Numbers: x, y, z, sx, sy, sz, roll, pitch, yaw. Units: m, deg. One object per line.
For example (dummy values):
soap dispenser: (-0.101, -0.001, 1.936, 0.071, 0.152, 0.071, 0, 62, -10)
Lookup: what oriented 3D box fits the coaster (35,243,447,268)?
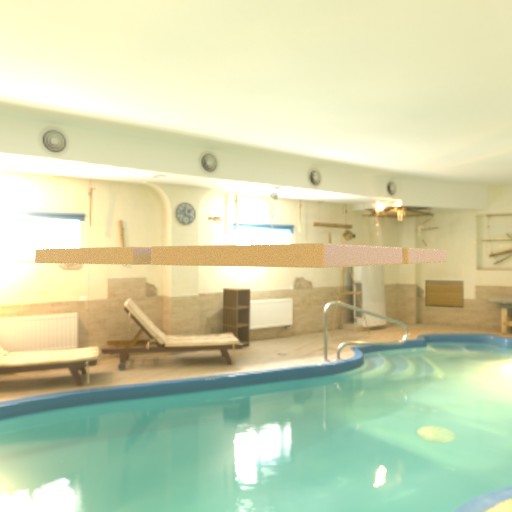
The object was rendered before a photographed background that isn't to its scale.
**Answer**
coaster: (0.000, 0.000, 0.327, 0.219, 0.010, 0.214, 0, 0, 35)
